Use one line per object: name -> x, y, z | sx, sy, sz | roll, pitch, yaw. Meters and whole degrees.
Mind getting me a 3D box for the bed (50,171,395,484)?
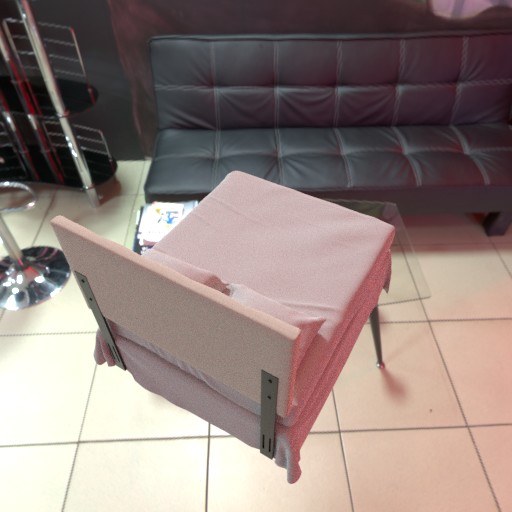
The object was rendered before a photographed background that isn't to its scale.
bed -> 0.000, 0.000, 3.478 | 1.936, 1.577, 2.222 | 23, 51, 21
